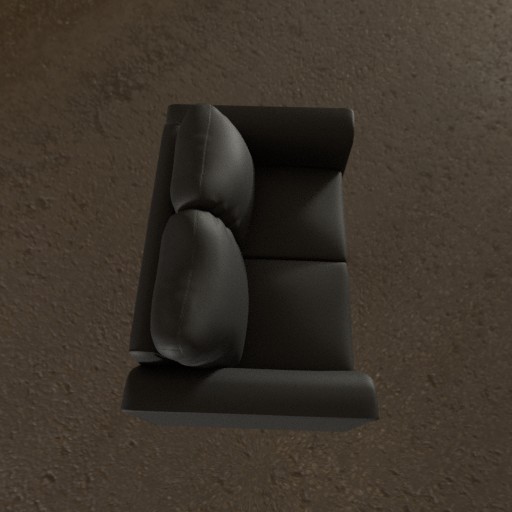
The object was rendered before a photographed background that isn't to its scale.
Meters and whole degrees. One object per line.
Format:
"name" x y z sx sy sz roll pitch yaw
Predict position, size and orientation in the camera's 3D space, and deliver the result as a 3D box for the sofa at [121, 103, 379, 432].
"sofa" 0.000 0.000 1.968 0.887 0.845 1.386 2 64 1
